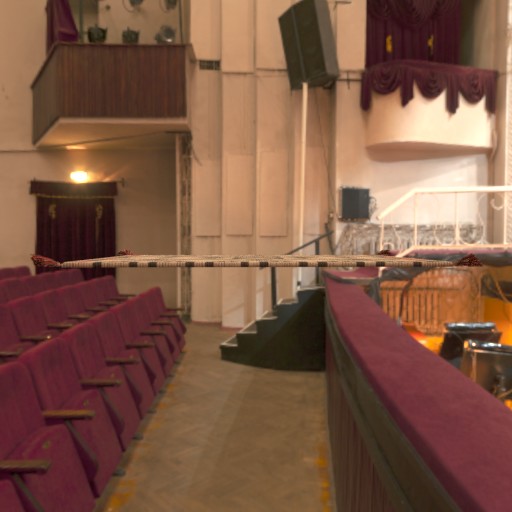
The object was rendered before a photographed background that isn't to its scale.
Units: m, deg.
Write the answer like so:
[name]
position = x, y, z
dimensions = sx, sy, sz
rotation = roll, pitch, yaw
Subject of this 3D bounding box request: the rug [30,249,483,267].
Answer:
[rug]
position = 0.000, 0.000, 2.667
dimensions = 2.069, 0.067, 1.444
rotation = 0, 2, -2
